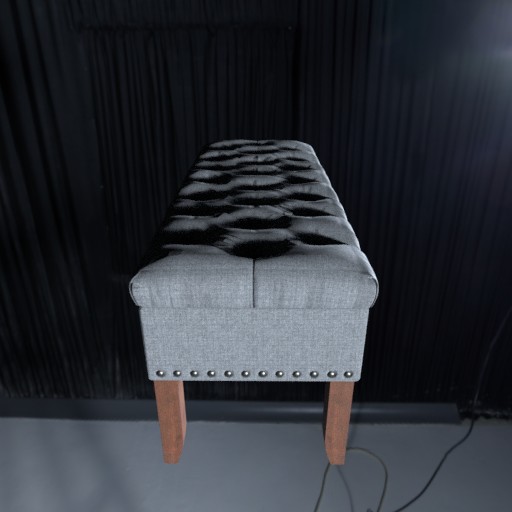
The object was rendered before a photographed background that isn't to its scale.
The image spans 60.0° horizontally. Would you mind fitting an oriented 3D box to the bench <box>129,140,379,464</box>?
[{"bbox_3d":[0.000,0.000,1.274,0.417,0.470,1.052,0,26,0],"label":"bench"}]
